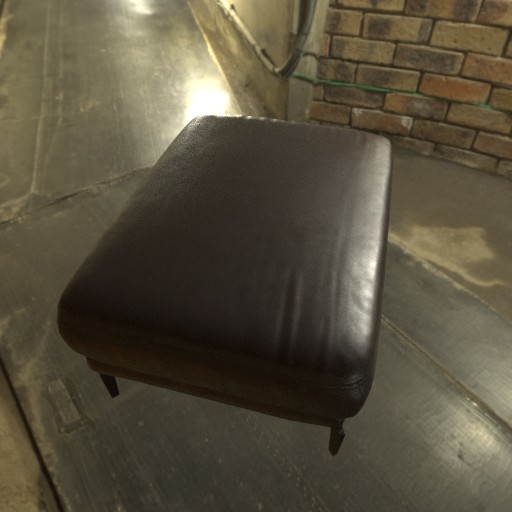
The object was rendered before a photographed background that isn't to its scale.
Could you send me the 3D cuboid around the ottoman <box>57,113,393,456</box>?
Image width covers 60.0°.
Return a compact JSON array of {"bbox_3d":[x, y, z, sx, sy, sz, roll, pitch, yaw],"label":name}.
[{"bbox_3d":[0.000,0.000,1.064,0.570,0.402,0.764,11,46,10],"label":"ottoman"}]
